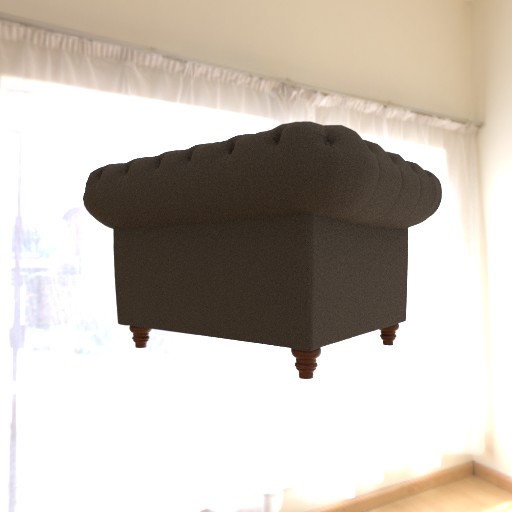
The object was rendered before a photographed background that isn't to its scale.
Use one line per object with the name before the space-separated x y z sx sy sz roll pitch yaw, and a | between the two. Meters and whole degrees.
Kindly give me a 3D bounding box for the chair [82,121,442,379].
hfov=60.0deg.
chair | 0.000 0.000 1.847 1.270 0.770 0.976 -1 -1 38
